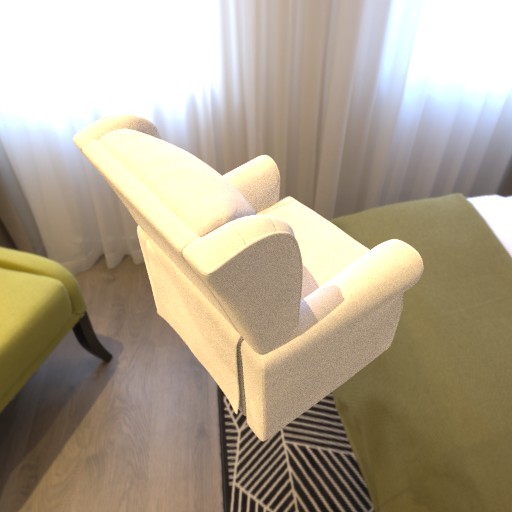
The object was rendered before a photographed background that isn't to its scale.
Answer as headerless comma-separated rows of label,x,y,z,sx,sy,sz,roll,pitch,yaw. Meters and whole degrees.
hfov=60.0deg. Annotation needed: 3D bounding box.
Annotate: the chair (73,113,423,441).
chair,0.000,0.000,1.619,0.854,0.967,0.906,-26,47,-27
